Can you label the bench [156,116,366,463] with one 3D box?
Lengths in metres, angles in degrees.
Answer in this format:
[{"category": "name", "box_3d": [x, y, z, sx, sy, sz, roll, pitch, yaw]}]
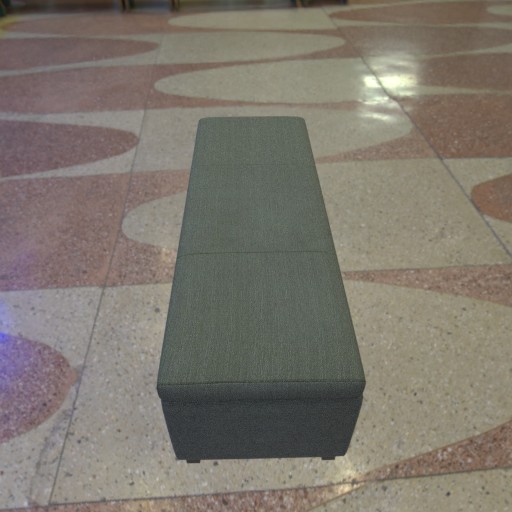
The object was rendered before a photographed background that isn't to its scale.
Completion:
[{"category": "bench", "box_3d": [0.000, 0.000, 1.502, 0.446, 0.438, 1.269, -1, 42, -1]}]
